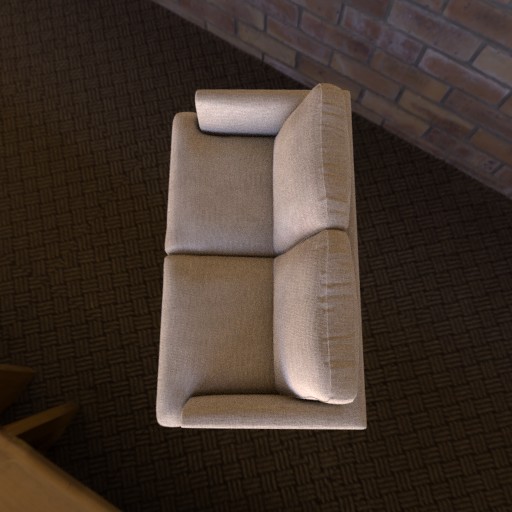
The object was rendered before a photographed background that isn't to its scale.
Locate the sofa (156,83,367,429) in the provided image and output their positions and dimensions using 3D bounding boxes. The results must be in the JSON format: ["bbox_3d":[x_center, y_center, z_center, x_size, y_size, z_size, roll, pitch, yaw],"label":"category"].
[{"bbox_3d":[0.000,0.000,2.170,0.903,0.944,1.582,0,76,0],"label":"sofa"}]
